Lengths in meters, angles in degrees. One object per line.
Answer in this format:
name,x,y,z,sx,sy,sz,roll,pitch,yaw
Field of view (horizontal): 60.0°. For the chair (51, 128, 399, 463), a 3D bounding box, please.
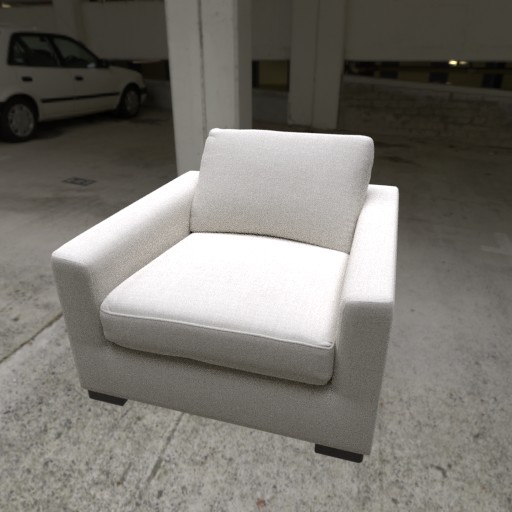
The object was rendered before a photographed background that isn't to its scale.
chair,0.000,0.000,1.802,1.070,0.876,1.100,7,26,15
